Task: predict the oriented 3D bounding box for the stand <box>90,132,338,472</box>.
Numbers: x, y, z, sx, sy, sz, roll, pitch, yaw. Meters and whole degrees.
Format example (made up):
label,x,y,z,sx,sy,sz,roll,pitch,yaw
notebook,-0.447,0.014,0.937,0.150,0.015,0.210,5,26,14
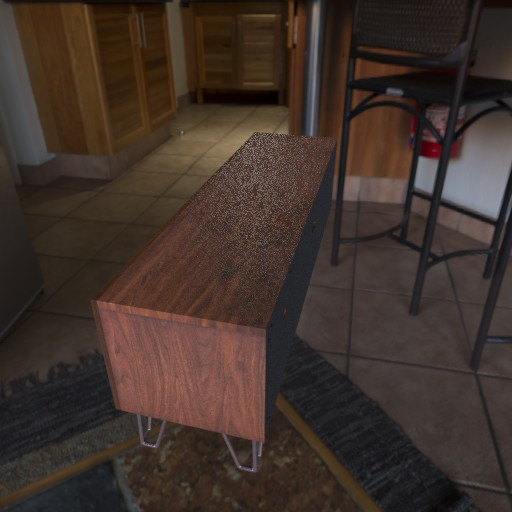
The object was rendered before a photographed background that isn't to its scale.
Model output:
label,x,y,z,sx,sy,sz,roll,pitch,yaw
stand,0.000,0.000,1.904,0.481,0.610,1.626,8,32,13
